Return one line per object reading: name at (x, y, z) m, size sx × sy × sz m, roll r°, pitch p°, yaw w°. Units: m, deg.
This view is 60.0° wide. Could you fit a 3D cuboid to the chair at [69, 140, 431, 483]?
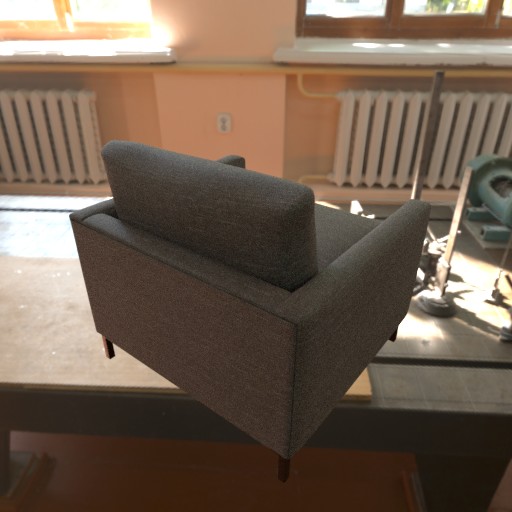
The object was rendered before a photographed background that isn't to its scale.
chair at (0.000, 0.000, 1.578) m, size 0.940 × 0.841 × 0.845 m, roll 21°, pitch 36°, yaw 32°
